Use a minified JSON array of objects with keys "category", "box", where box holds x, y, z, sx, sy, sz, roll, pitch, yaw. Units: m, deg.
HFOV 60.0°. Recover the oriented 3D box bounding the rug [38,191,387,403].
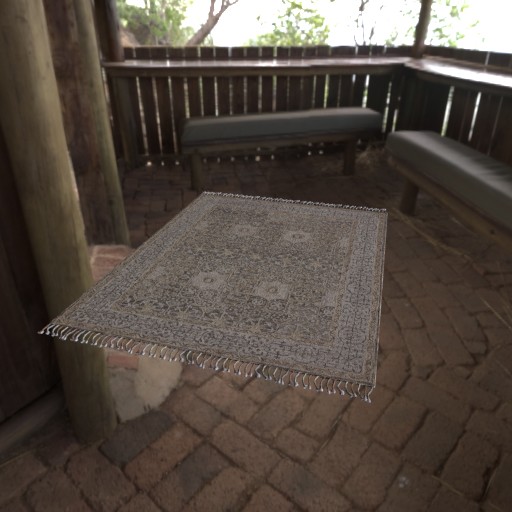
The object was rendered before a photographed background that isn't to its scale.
[{"category":"rug","box":[0.000,0.000,4.372,2.431,0.017,3.291,8,29,14]}]
